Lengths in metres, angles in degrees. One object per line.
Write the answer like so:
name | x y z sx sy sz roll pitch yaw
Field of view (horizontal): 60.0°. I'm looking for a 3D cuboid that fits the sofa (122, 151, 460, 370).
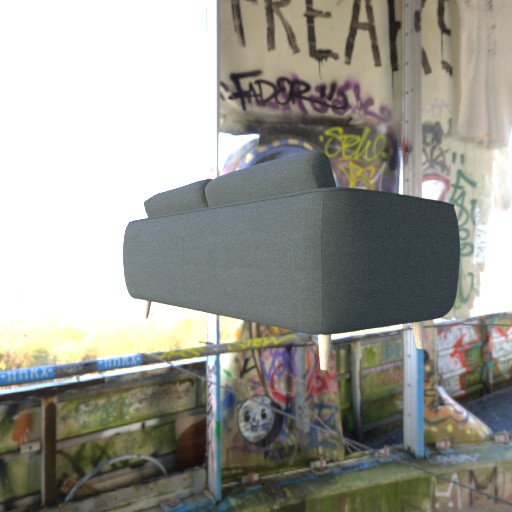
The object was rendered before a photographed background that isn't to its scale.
sofa | 0.000 0.000 2.530 0.920 0.850 2.000 0 0 -37
